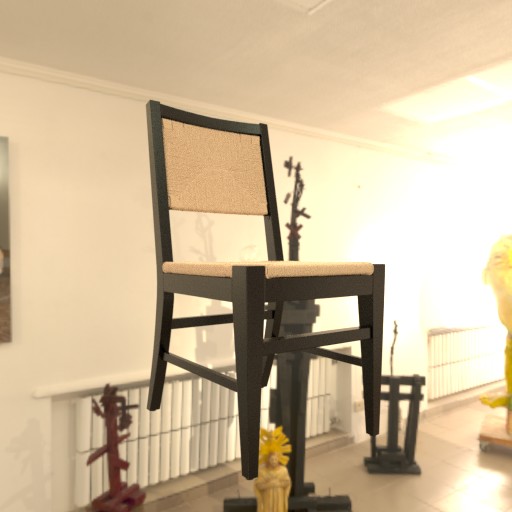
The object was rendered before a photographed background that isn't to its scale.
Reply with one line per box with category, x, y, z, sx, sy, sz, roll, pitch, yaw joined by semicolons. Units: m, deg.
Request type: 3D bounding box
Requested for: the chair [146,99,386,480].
chair;0.000;0.000;1.240;0.437;0.927;0.552;0;0;-35
